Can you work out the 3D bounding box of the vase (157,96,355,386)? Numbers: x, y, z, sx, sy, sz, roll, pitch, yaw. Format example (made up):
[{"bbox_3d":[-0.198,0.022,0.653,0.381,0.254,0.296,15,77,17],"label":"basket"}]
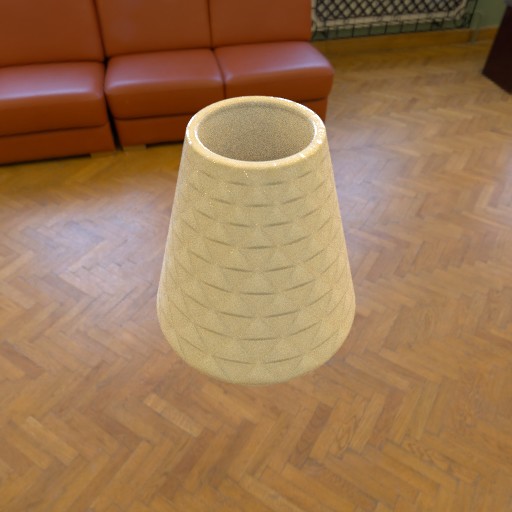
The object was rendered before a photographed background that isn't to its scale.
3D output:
[{"bbox_3d":[0.000,0.000,0.360,0.175,0.230,0.175,0,46,0],"label":"vase"}]
